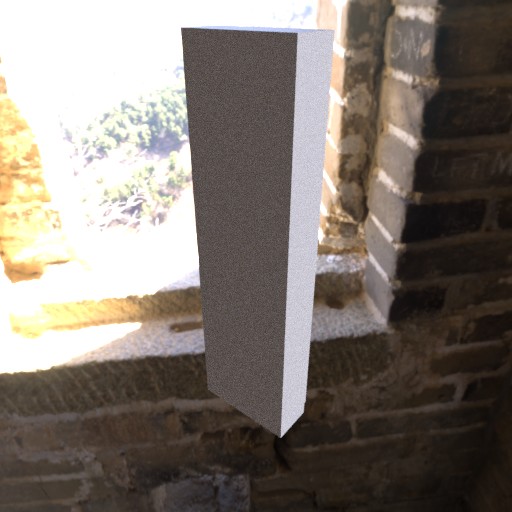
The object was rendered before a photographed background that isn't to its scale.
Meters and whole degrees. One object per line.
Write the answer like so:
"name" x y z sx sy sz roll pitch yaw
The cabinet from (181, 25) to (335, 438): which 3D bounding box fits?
"cabinet" 0.000 0.000 1.957 0.500 1.790 0.230 22 36 33
